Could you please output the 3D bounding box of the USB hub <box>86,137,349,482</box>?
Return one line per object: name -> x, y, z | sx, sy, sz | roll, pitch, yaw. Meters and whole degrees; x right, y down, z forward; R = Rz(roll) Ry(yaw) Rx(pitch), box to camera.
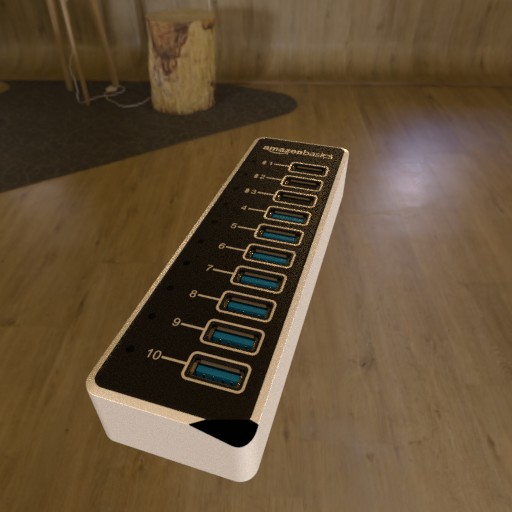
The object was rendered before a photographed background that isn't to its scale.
USB hub -> 0.000, 0.000, 0.161 | 0.044, 0.023, 0.145 | 12, 42, 13
